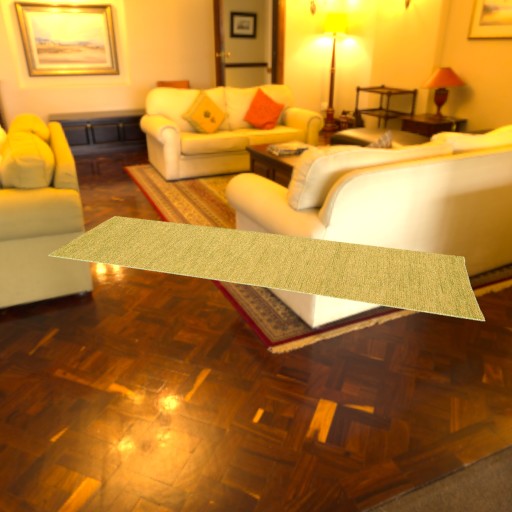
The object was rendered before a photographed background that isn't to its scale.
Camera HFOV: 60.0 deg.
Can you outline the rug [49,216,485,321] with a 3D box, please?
[{"bbox_3d":[0.000,0.000,2.574,2.340,0.013,0.686,7,26,15],"label":"rug"}]
